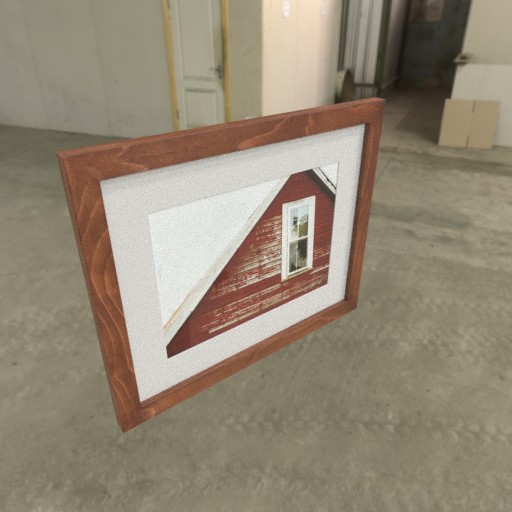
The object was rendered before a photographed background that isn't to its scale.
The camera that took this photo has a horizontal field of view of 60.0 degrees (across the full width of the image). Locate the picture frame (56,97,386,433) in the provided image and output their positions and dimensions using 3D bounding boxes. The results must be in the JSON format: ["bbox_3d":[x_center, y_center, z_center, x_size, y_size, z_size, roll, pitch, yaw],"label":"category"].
[{"bbox_3d":[0.000,0.000,0.761,0.559,0.457,0.025,-21,36,-32],"label":"picture frame"}]
